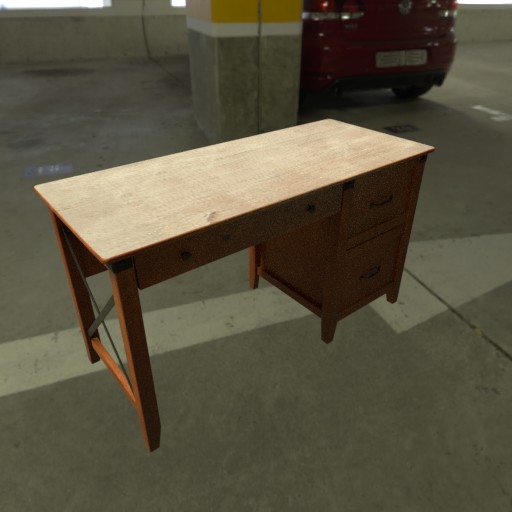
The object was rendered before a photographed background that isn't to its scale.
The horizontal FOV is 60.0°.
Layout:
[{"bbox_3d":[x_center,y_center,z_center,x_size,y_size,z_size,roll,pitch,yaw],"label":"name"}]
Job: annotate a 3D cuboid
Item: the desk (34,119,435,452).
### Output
[{"bbox_3d":[0.000,0.000,1.763,1.353,0.756,0.574,-22,38,-32],"label":"desk"}]
